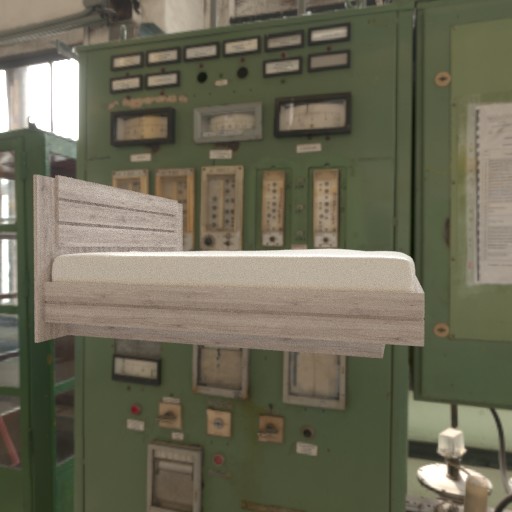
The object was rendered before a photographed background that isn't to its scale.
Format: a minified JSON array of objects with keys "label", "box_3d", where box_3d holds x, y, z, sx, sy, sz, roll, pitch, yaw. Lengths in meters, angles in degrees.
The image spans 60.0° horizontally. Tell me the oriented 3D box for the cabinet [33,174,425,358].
[{"label":"cabinet","box_3d":[0.000,0.000,3.024,2.080,0.970,1.750,0,1,18]}]
